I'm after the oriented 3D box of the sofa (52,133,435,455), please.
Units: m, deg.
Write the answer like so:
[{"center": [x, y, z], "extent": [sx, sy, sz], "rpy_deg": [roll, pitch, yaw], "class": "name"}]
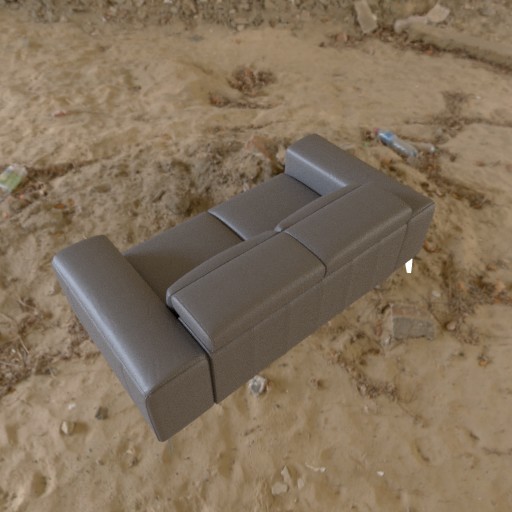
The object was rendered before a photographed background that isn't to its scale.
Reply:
[{"center": [0.000, 0.000, 2.553], "extent": [1.930, 0.753, 1.024], "rpy_deg": [-30, 53, -26], "class": "sofa"}]
